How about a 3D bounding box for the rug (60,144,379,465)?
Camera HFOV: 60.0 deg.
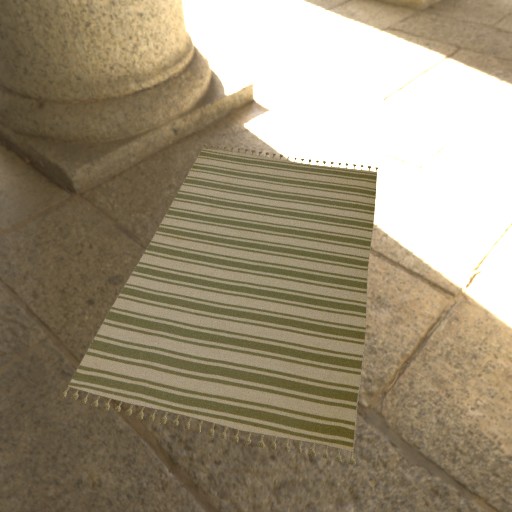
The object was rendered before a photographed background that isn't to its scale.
[{"bbox_3d":[0.000,0.000,2.281,1.162,0.013,1.875,10,47,9],"label":"rug"}]
